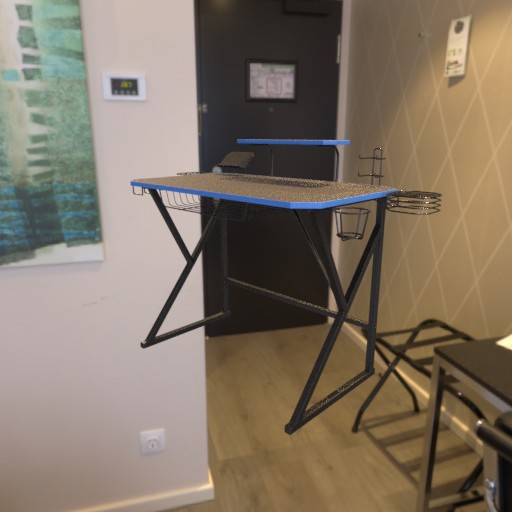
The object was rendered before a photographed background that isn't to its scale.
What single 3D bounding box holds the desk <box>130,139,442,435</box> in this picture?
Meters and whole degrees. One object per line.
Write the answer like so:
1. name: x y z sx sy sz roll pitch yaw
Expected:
1. desk: 0.000 0.000 1.800 1.295 0.909 0.594 14 21 42
